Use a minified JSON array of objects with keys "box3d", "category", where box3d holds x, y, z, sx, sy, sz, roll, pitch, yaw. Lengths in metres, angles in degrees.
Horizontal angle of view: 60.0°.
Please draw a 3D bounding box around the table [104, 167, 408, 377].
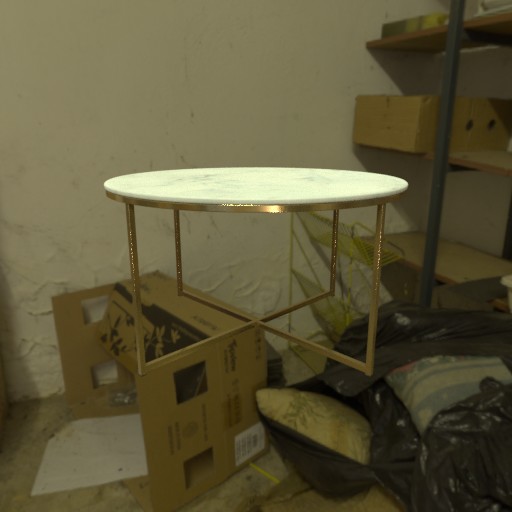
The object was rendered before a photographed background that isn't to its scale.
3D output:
[{"box3d":[0.000,0.000,1.285,0.800,0.450,0.800,0,15,0],"category":"table"}]
